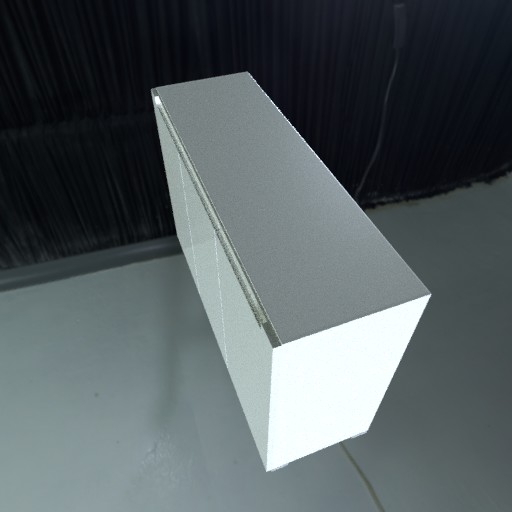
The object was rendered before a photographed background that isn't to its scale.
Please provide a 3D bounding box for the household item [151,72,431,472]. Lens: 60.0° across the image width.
[{"bbox_3d":[0.000,0.000,1.764,0.420,0.867,1.300,-16,49,-14],"label":"household item"}]
